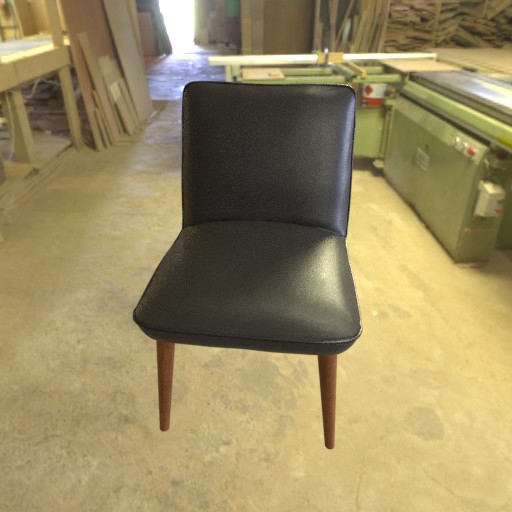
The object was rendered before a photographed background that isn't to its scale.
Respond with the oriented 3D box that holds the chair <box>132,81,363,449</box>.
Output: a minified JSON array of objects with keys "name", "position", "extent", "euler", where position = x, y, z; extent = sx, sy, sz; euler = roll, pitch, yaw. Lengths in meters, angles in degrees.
[{"name":"chair","position":[0.000,0.000,1.194],"extent":[0.543,0.801,0.645],"euler":[1,30,2]}]
